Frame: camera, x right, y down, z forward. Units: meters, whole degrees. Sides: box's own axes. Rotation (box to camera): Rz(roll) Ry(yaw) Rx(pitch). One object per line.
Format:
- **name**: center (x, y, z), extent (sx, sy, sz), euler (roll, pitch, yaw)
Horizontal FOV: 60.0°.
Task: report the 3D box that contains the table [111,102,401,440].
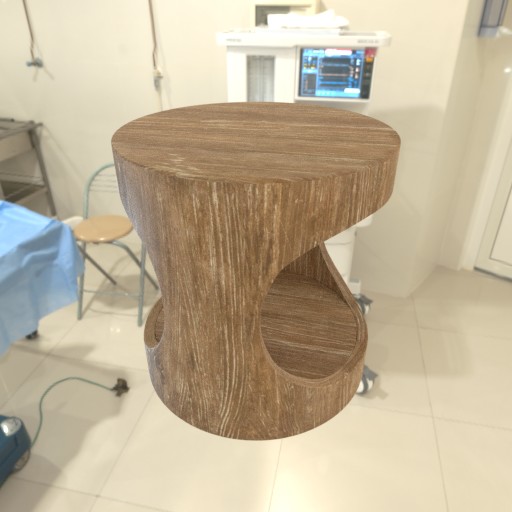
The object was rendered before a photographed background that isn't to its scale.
- **table**: center (0.000, 0.000, 0.976), extent (0.527, 0.551, 0.527), euler (0, 30, 0)
